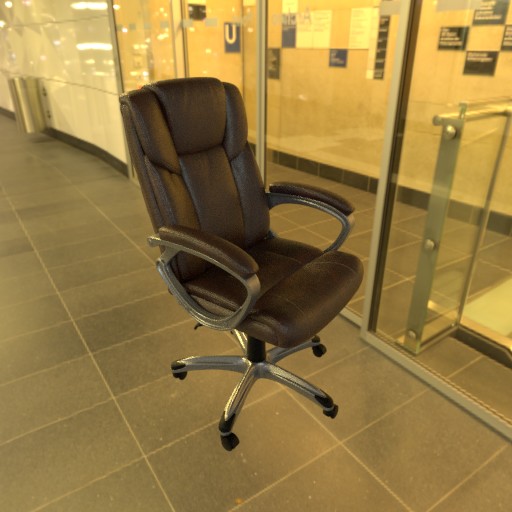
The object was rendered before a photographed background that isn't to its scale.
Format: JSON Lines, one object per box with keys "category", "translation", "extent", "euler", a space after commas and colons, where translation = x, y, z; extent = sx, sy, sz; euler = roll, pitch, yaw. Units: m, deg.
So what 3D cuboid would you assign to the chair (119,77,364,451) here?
{"category": "chair", "translation": [0.000, 0.000, 1.539], "extent": [0.692, 1.128, 0.656], "euler": [18, 31, 32]}
